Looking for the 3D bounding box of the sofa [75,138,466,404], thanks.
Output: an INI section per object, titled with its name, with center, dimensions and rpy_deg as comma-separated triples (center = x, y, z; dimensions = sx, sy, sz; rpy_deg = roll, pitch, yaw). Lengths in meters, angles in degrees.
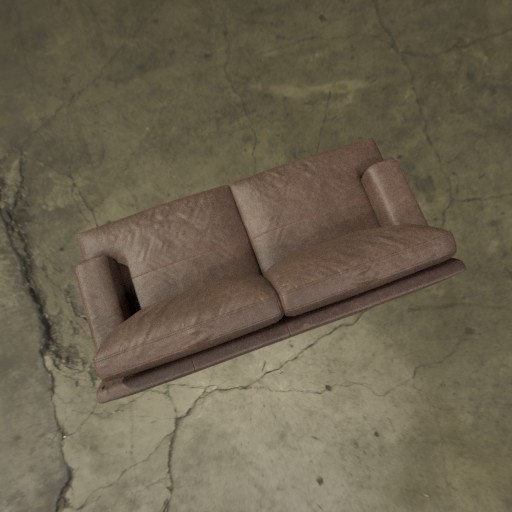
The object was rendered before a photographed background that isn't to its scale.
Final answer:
[sofa]
center = 0.000, 0.000, 2.861
dimensions = 2.261, 0.941, 1.143
rpy_deg = -19, 75, -5
